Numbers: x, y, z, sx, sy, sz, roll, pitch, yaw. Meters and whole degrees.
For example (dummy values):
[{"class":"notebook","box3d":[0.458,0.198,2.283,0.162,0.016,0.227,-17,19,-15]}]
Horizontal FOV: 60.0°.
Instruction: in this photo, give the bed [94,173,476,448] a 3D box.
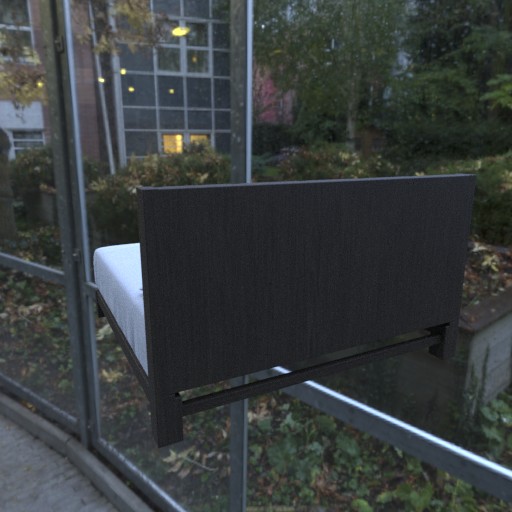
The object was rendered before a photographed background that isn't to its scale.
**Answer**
[{"class":"bed","box3d":[0.000,0.000,3.377,2.134,1.270,2.012,-7,16,-27]}]
